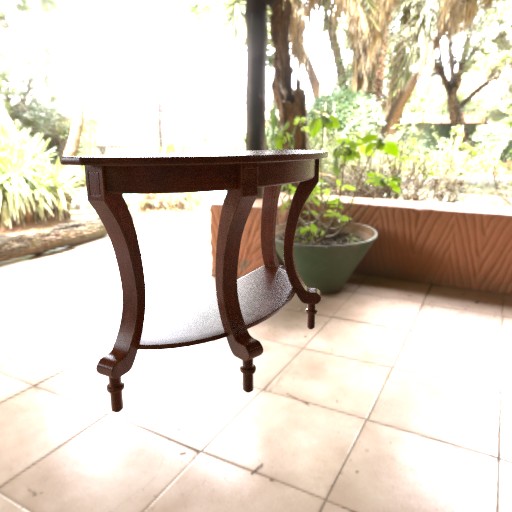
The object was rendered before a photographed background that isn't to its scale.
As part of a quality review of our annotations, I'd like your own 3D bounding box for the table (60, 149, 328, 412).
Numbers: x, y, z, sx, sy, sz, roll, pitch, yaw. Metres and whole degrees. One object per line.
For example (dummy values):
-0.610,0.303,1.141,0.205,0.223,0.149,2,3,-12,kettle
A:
0.000,0.000,1.536,0.394,0.699,1.198,7,16,27,table
